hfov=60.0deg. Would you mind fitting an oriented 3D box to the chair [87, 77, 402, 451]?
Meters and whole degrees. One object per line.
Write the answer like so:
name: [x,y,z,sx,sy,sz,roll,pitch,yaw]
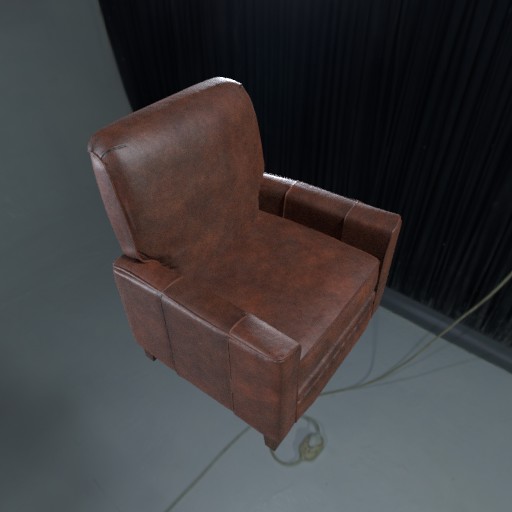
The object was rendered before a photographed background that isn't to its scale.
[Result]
chair: [0.000,0.000,1.696,0.836,1.043,0.843,27,48,26]
